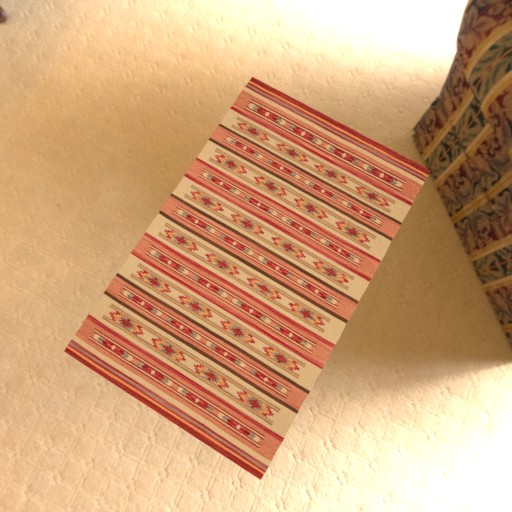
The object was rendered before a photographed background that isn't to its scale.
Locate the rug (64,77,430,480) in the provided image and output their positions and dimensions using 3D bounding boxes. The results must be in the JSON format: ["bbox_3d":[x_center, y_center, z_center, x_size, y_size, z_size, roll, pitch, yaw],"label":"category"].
[{"bbox_3d":[0.000,0.000,3.099,1.535,0.010,2.431,30,78,7],"label":"rug"}]
